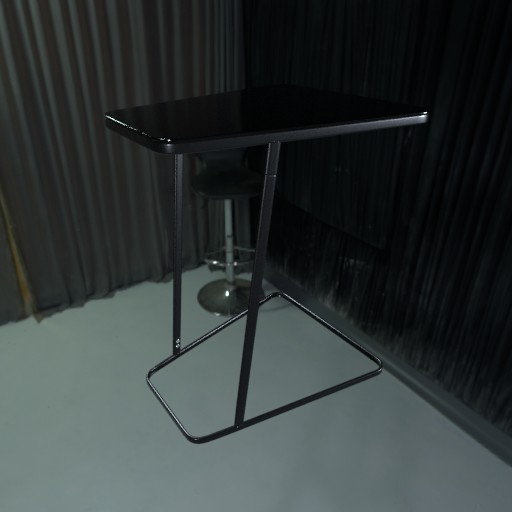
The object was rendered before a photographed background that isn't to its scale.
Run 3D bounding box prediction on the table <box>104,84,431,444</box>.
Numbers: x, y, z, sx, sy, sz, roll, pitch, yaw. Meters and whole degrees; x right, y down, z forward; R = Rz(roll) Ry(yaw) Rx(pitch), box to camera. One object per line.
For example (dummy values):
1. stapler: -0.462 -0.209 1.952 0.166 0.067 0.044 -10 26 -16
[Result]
1. table: 0.000 0.000 0.964 0.500 0.624 0.427 -20 34 -32
